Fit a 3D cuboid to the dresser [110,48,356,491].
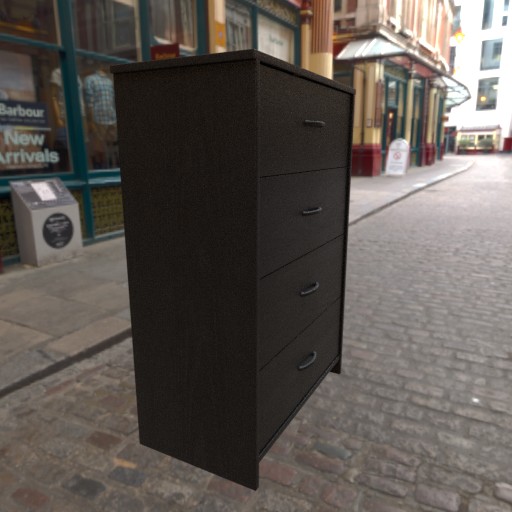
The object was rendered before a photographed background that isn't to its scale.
[{"bbox_3d":[0.000,0.000,1.362,0.398,1.020,0.700,7,16,28],"label":"dresser"}]
